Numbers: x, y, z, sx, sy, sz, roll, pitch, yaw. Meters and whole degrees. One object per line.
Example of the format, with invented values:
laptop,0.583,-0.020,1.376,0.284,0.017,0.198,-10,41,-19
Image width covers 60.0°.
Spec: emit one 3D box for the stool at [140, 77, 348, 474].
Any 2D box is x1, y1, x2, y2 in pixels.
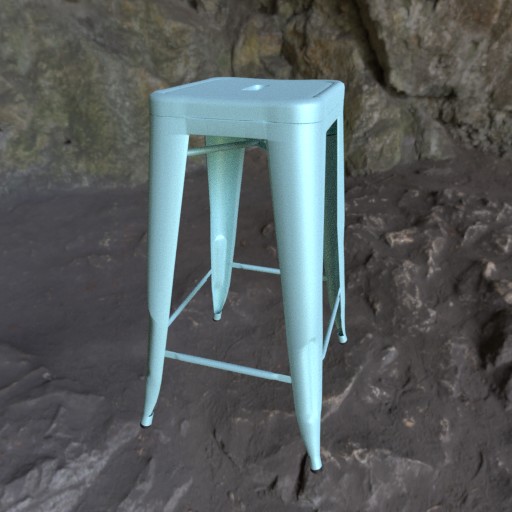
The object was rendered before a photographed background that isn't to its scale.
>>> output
stool,0.000,0.000,0.845,0.359,0.609,0.399,8,28,15
